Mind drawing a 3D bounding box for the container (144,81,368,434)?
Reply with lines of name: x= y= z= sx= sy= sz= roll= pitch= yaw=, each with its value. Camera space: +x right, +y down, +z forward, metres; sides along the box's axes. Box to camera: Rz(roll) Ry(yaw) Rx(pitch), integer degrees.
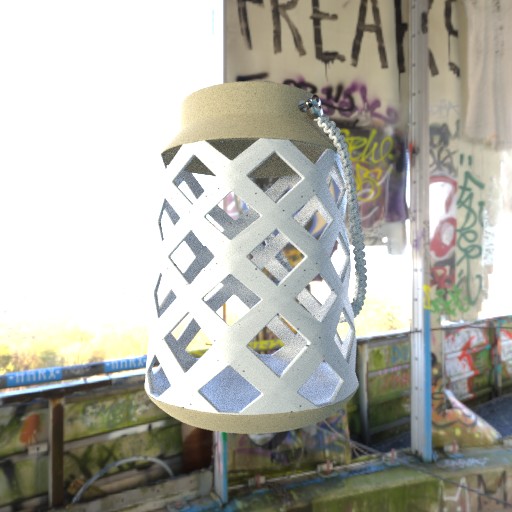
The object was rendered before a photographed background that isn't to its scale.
container: x=0.000 y=0.000 z=0.400 sx=0.198 sy=0.264 sz=0.188 roll=0 pitch=0 yaw=-36
